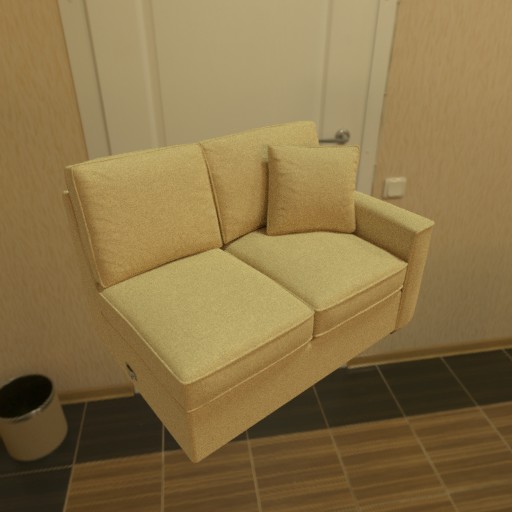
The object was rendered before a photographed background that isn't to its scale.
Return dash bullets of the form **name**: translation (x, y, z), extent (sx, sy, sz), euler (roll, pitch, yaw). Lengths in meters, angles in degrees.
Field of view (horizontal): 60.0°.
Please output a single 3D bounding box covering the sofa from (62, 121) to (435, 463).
- **sofa**: translation (0.000, 0.000, 2.080), extent (1.388, 0.989, 0.991), euler (-22, 37, -33)
